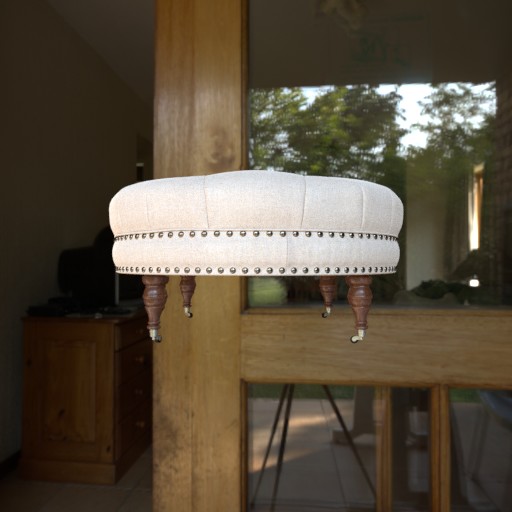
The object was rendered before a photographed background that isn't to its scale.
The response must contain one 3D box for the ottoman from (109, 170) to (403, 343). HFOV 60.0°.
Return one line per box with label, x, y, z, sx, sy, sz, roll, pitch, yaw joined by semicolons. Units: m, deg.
ottoman;0.000;0.000;1.491;0.940;0.483;0.940;0;-1;0
